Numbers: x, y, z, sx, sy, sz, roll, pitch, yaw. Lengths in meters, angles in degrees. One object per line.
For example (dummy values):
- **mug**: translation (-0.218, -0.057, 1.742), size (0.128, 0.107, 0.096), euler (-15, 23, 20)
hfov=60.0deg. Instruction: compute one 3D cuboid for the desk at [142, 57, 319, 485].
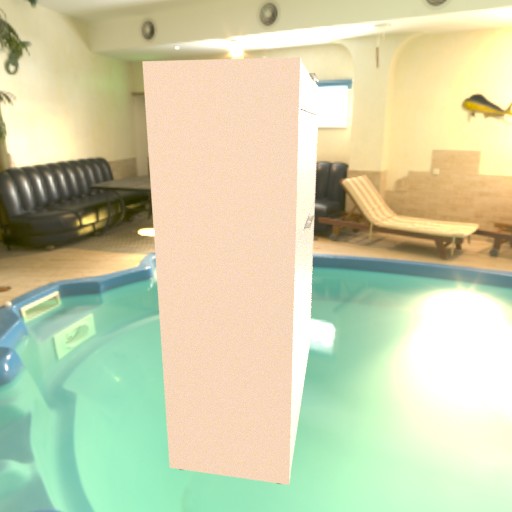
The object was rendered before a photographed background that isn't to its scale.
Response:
- **desk**: translation (0.000, 0.000, 1.587), size (0.390, 1.190, 0.850), euler (3, 17, 10)
